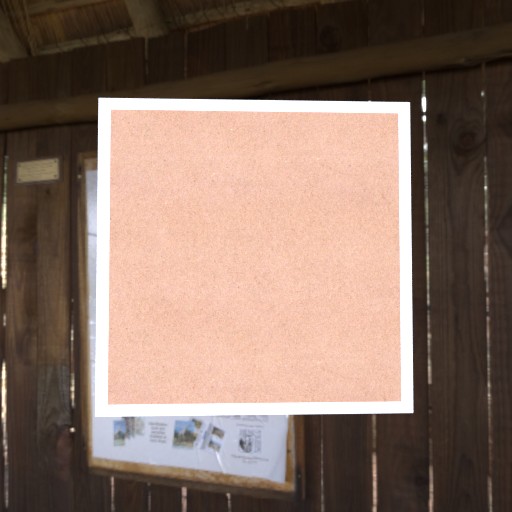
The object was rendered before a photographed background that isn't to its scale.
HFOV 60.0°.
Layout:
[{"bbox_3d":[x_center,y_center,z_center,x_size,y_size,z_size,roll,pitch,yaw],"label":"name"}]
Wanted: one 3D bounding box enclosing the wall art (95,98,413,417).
[{"bbox_3d":[0.000,0.000,1.088,0.760,0.760,0.036,0,-2,-2],"label":"wall art"}]
